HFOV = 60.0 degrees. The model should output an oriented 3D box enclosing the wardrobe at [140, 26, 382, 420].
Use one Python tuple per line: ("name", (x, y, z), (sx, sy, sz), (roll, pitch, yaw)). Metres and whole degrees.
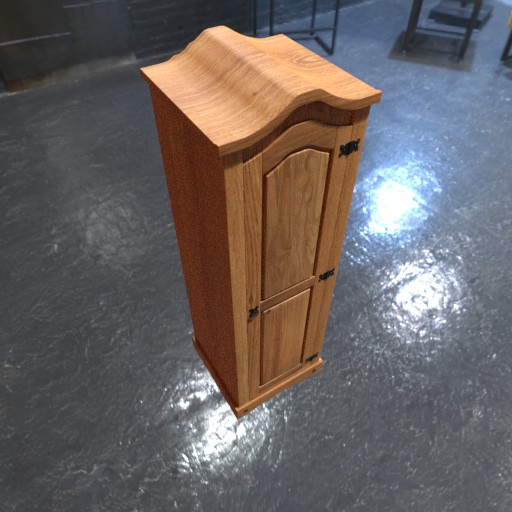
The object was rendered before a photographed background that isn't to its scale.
("wardrobe", (0.000, 0.000, 2.088), (0.590, 1.870, 0.570), (-24, 51, -21))
